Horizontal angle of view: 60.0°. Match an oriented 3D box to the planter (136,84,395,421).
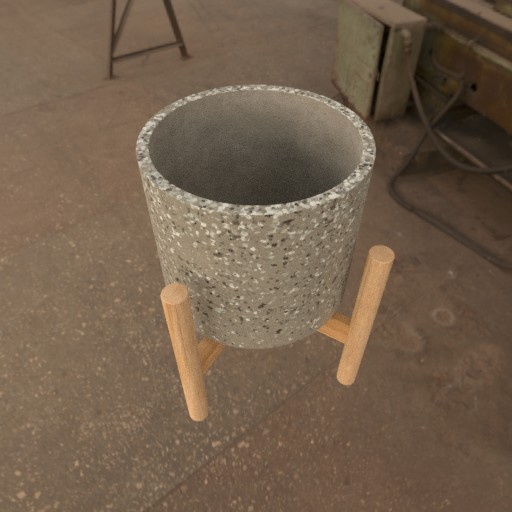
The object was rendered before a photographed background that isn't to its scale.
[{"bbox_3d":[0.000,0.000,0.532,0.284,0.320,0.284,-28,52,-25],"label":"planter"}]
